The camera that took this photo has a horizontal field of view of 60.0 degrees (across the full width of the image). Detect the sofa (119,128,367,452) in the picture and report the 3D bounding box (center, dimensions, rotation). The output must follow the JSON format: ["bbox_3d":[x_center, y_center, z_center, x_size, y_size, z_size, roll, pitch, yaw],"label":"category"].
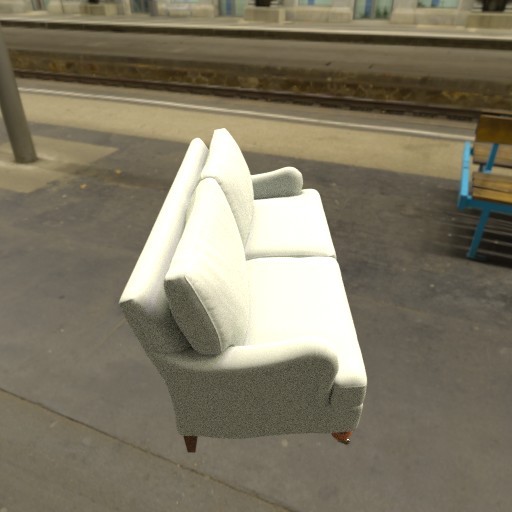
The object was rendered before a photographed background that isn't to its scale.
[{"bbox_3d":[0.000,0.000,2.860,1.069,1.096,2.193,0,32,1],"label":"sofa"}]
